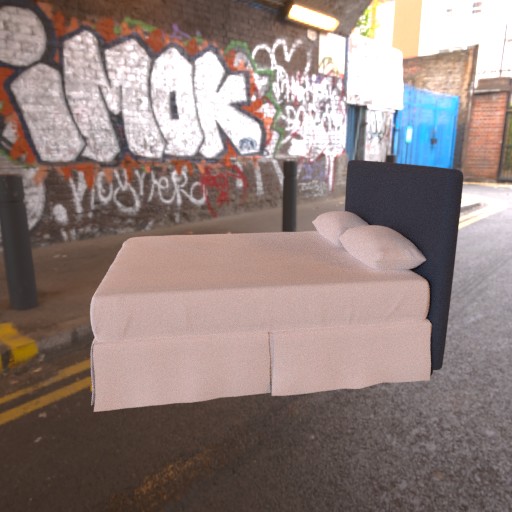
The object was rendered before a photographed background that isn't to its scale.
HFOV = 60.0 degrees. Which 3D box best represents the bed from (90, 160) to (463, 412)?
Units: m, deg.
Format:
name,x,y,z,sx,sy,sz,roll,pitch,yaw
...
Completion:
name,x,y,z,sx,sy,sz,roll,pitch,yaw
bed,0.000,0.000,3.260,2.162,1.330,1.713,-2,14,-9
